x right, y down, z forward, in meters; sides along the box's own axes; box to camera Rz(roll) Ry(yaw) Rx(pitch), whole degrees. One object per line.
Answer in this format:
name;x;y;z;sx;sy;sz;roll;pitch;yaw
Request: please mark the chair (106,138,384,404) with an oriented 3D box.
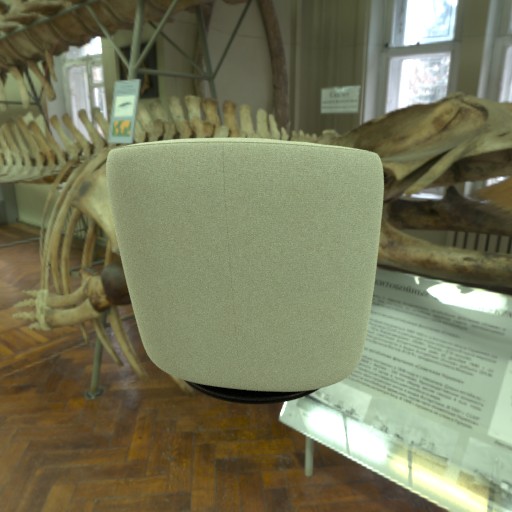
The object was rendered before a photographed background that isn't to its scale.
chair;0.000;0.000;1.630;0.822;0.861;0.986;3;16;9
